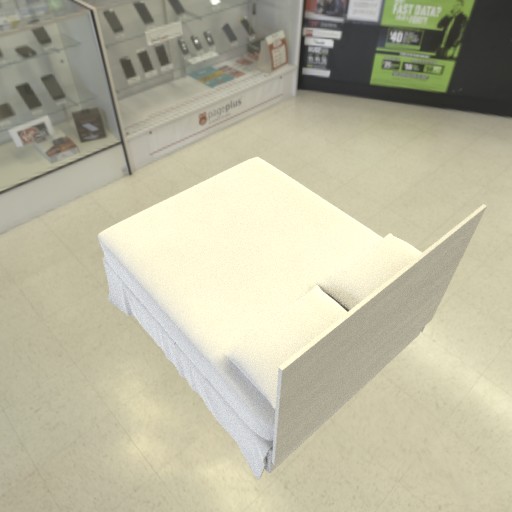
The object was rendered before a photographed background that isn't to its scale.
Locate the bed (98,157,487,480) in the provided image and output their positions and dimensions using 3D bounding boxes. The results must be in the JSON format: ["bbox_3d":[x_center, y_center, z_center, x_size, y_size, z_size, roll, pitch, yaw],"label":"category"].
[{"bbox_3d":[0.000,0.000,3.182,1.745,1.335,2.094,-32,54,-27],"label":"bed"}]
